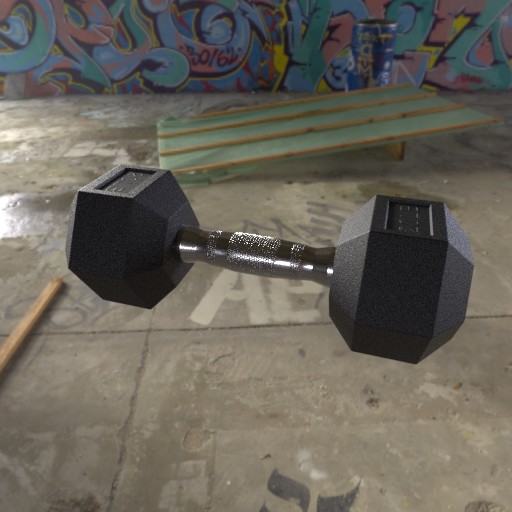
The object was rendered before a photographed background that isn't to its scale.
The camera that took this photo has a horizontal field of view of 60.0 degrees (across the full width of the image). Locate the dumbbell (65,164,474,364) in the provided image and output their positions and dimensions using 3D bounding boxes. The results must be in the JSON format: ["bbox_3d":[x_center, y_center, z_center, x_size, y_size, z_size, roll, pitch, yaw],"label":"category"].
[{"bbox_3d":[0.000,0.000,0.345,0.297,0.101,0.116,9,33,15],"label":"dumbbell"}]
